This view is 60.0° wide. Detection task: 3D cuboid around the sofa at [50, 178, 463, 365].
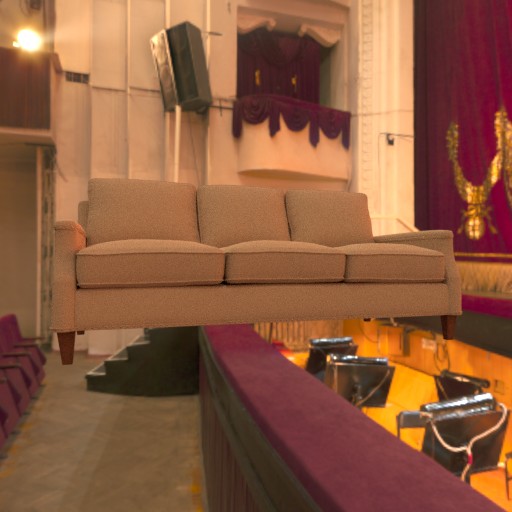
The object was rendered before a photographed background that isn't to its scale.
[{"bbox_3d":[0.000,0.000,2.783,2.246,1.003,1.084,0,-1,-18],"label":"sofa"}]
